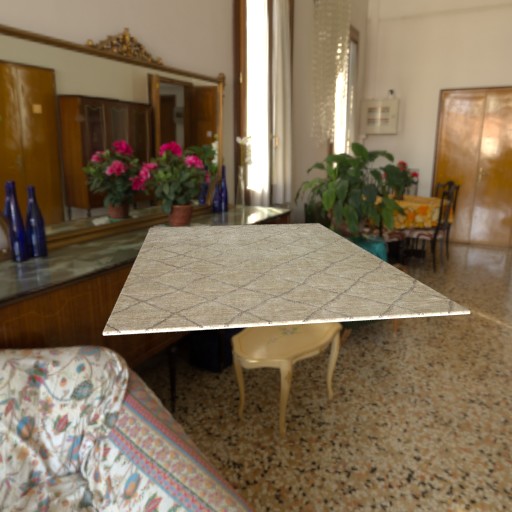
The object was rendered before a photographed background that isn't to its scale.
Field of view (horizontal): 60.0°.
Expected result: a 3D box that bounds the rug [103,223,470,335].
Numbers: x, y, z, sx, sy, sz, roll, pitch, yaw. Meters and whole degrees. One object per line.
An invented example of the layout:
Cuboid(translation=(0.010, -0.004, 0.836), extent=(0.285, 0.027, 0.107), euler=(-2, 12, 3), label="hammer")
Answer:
Cuboid(translation=(0.000, 0.000, 2.887), extent=(1.521, 0.015, 2.280), euler=(-2, 14, -8), label="rug")
